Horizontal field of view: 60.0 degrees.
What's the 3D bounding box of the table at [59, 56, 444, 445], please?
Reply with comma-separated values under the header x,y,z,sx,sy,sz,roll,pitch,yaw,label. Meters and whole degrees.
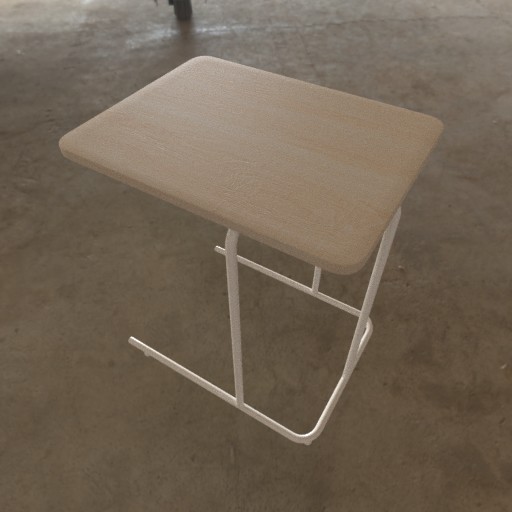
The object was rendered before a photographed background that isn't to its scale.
x,y,z,sx,sy,sz,roll,pitch,yaw,label
0.000,0.000,0.871,0.480,0.550,0.370,24,51,21,table
